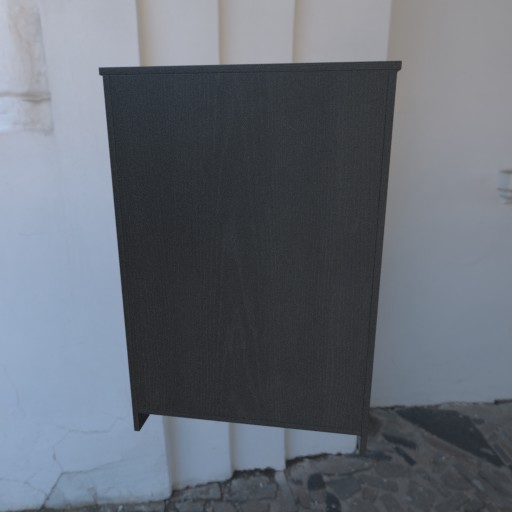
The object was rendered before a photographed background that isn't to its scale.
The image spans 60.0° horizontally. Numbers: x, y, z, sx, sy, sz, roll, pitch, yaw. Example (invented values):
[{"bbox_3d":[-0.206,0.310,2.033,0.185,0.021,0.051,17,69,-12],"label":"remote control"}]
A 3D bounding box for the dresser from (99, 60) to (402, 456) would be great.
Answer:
[{"bbox_3d":[0.000,0.000,1.336,0.700,1.020,0.398,3,16,9],"label":"dresser"}]
